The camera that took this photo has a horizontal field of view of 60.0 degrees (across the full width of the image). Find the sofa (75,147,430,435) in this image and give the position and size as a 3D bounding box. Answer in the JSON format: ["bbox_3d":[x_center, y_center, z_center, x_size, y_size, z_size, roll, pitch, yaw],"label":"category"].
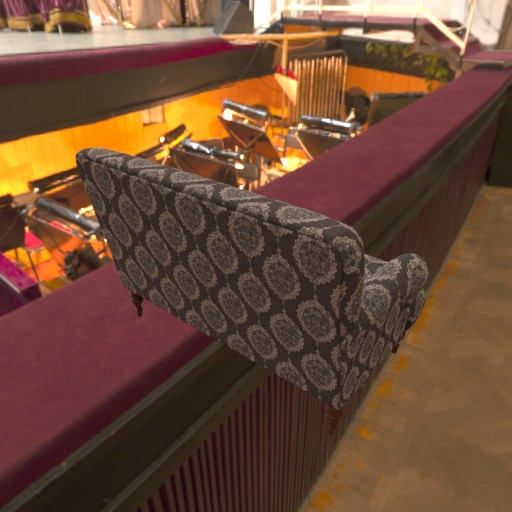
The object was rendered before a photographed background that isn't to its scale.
[{"bbox_3d":[0.000,0.000,1.828,1.297,0.867,0.779,22,37,33],"label":"sofa"}]
